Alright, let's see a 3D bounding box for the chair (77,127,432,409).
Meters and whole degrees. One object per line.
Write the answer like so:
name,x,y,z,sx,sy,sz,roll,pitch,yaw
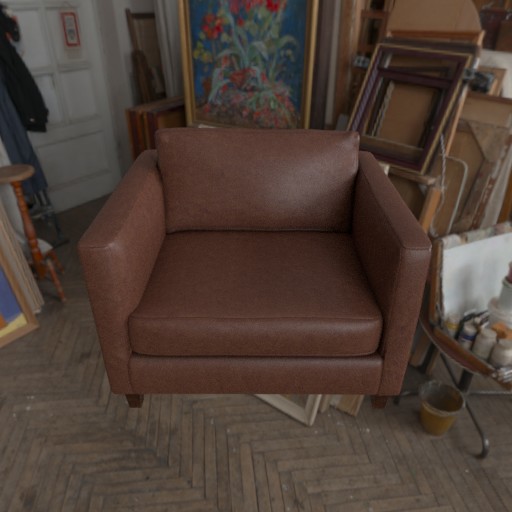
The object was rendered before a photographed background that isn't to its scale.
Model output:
chair,0.000,0.000,1.852,1.107,0.917,0.959,0,31,0
